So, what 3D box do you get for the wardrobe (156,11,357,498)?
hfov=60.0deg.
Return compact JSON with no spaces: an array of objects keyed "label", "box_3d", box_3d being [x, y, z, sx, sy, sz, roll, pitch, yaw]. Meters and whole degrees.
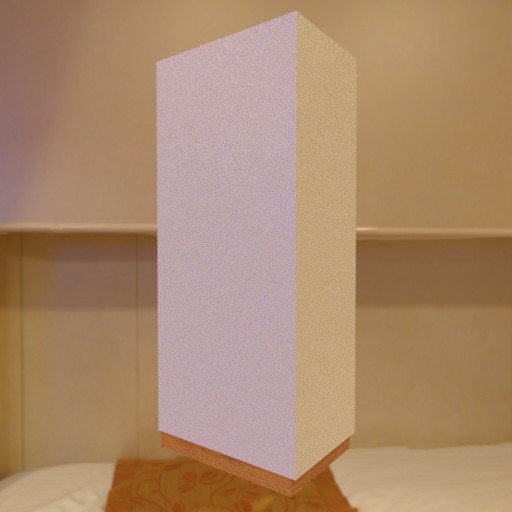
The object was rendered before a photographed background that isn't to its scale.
[{"label":"wardrobe","box_3d":[0.000,0.000,2.343,0.860,2.040,0.600,1,2,37]}]
